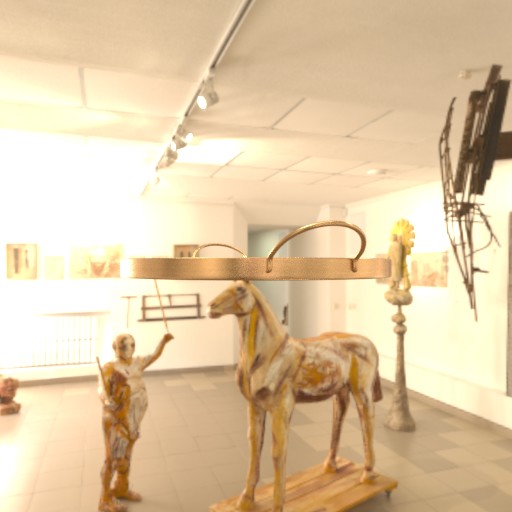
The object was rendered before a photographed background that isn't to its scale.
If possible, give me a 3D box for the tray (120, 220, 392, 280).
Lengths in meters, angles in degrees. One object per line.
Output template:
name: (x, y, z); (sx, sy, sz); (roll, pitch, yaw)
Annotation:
tray: (0.000, 0.000, 0.748); (0.438, 0.069, 0.543); (0, -1, -20)
